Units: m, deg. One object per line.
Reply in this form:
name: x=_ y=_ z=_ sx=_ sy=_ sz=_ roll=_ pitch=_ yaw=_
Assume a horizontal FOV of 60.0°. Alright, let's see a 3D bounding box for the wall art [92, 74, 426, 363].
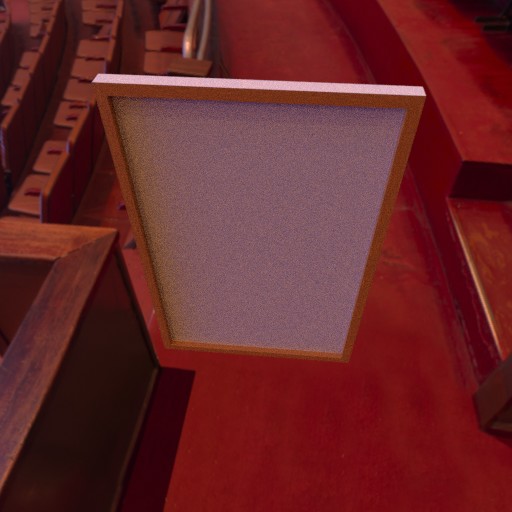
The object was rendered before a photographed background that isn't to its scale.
wall art: x=0.000 y=0.000 z=1.147 sx=0.610 sy=0.916 sz=0.037 roll=4 pitch=46 yaw=4
